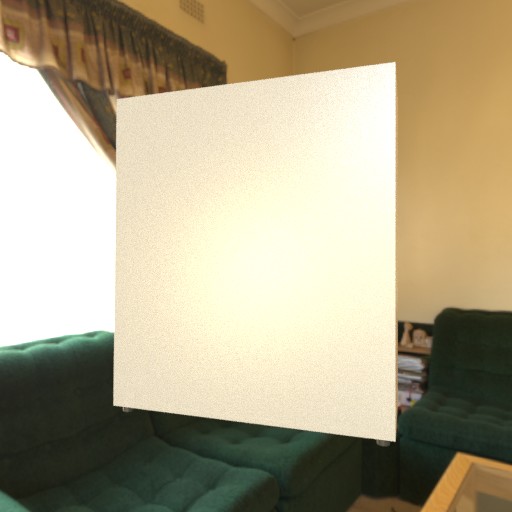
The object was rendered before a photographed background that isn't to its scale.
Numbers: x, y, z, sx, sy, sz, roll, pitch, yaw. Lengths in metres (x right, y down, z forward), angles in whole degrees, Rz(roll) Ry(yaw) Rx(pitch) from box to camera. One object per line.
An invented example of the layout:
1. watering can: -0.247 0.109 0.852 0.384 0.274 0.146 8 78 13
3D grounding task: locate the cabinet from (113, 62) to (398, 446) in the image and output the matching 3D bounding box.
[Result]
1. cabinet: 0.000 0.000 1.635 0.990 1.150 0.348 0 0 19
